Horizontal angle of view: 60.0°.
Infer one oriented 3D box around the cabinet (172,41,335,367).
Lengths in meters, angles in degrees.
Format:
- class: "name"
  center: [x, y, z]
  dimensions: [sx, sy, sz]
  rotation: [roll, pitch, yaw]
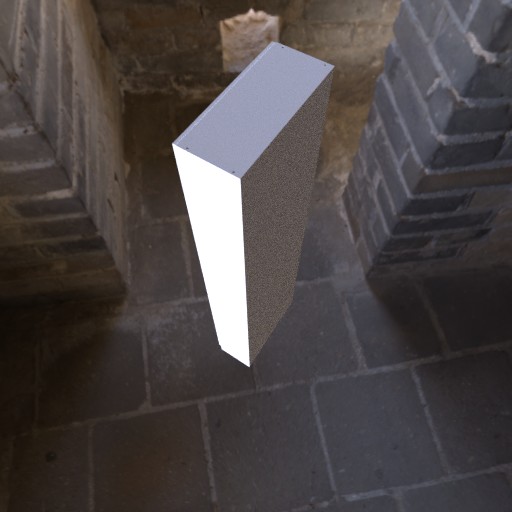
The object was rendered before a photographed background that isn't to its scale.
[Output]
- class: "cabinet"
  center: [0.000, 0.000, 2.020]
  dimensions: [0.230, 1.790, 0.500]
  rotation: [30, 65, 15]
